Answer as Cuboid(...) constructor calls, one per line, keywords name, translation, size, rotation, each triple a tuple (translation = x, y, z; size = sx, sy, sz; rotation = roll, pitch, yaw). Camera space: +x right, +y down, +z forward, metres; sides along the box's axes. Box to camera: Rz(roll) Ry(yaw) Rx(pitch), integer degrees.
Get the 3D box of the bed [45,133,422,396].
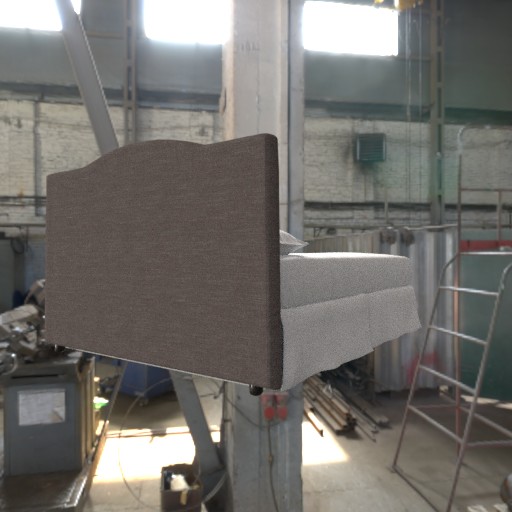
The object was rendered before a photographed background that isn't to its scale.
Cuboid(name="bed", translation=(0.000, 0.000, 3.904), size=(2.161, 1.457, 2.689), rotation=(0, 0, 35))
